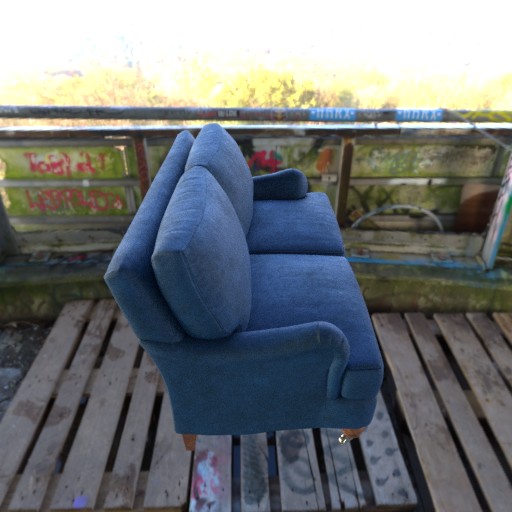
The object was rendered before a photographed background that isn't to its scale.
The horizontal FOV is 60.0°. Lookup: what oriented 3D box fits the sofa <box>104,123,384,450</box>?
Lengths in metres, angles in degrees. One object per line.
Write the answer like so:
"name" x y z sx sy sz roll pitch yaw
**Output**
"sofa" 0.000 0.000 2.544 1.084 1.101 1.853 0 31 0
